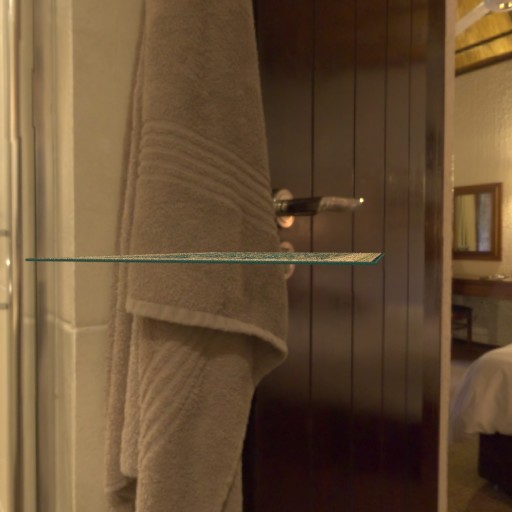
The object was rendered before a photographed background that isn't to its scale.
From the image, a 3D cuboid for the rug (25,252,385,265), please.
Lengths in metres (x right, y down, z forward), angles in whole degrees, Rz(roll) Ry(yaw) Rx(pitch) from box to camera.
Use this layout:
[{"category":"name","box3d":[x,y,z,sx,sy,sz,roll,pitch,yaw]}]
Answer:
[{"category":"rug","box3d":[0.000,0.000,2.908,1.594,0.013,2.213,0,1,17]}]
